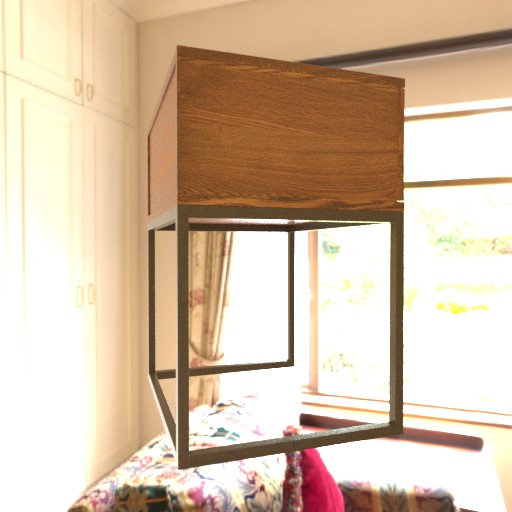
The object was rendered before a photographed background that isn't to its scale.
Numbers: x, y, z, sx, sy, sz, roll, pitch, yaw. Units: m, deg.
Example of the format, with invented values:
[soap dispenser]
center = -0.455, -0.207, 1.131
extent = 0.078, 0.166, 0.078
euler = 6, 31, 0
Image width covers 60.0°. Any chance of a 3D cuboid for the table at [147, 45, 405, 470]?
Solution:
[table]
center = 0.000, 0.000, 0.926
extent = 0.400, 0.610, 0.482
euler = 0, 1, -19
